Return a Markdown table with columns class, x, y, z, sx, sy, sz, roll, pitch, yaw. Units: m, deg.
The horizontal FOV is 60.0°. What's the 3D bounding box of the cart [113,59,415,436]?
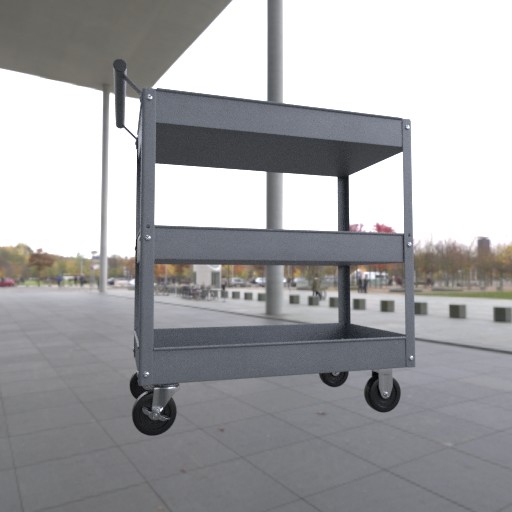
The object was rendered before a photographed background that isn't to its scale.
| class | x | y | z | sx | sy | sz | roll | pitch | yaw |
| --- | --- | --- | --- | --- | --- | --- | --- | --- | --- |
| cart | 0.000 | 0.000 | 1.162 | 0.719 | 0.780 | 0.366 | 1 | -3 | -17 |
